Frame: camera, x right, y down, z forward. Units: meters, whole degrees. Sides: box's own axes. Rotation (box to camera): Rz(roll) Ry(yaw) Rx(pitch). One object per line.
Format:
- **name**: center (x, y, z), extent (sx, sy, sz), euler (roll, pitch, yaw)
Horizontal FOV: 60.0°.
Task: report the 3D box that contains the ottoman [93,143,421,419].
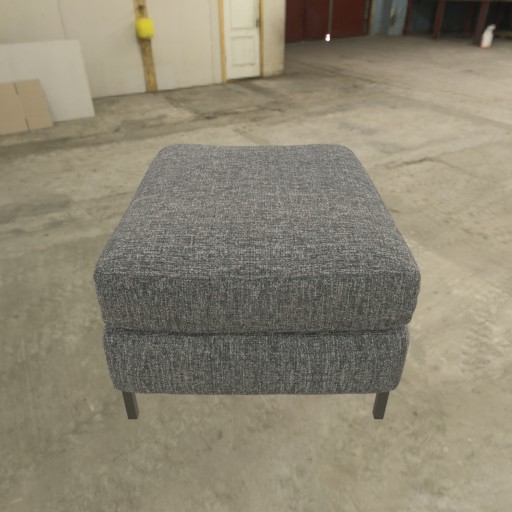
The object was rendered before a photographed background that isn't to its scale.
- **ottoman**: center (0.000, 0.000, 1.250), extent (0.683, 0.480, 0.828), euler (0, 32, 0)
